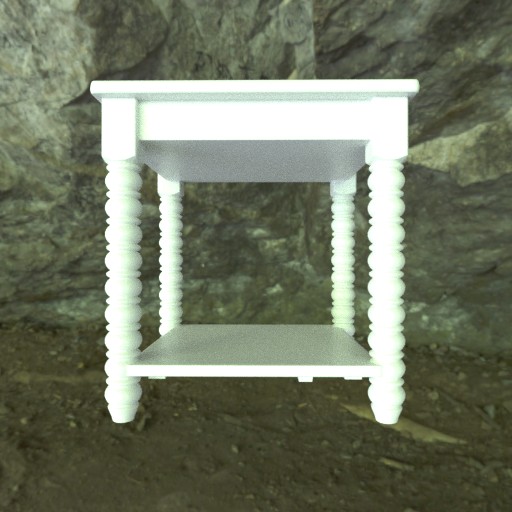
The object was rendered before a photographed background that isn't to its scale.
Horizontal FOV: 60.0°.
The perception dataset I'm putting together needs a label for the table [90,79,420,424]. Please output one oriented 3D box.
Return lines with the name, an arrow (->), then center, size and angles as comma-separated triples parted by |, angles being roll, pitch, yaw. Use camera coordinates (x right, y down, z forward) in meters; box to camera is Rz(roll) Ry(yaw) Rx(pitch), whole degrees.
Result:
table -> 0.000, 0.000, 0.957 | 0.533, 0.563, 0.500 | 0, 0, 1
